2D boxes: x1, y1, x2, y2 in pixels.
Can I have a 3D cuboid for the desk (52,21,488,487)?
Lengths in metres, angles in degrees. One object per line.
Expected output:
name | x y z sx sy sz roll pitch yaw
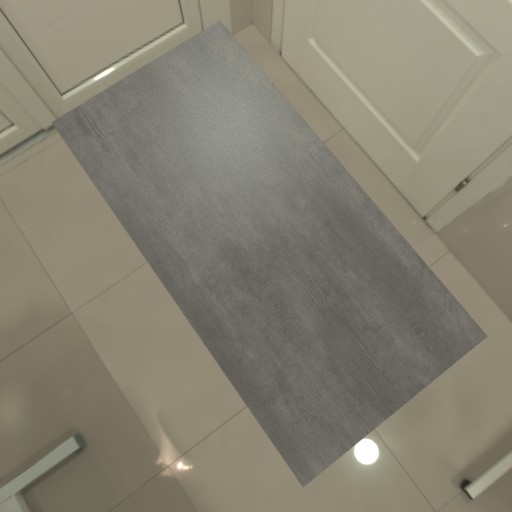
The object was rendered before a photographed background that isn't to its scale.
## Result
desk | 0.000 0.000 1.573 0.600 0.740 1.200 -35 78 -8
